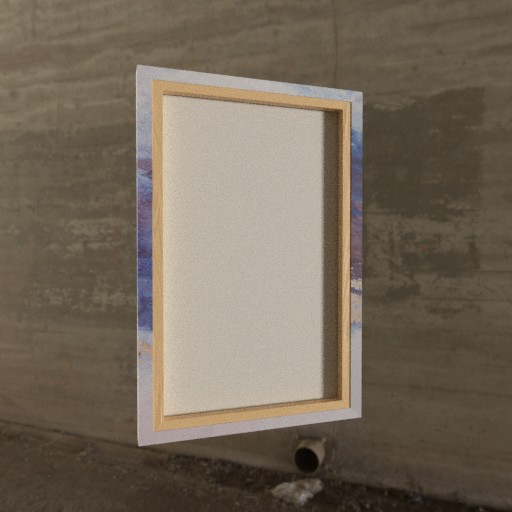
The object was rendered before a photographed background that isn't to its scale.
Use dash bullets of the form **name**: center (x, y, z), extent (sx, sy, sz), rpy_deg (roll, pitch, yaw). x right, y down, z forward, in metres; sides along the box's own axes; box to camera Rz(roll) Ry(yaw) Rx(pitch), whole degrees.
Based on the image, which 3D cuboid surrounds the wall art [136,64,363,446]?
- **wall art**: center (0.000, 0.000, 1.126), extent (0.583, 0.874, 0.048), rpy_deg (0, 1, -18)
